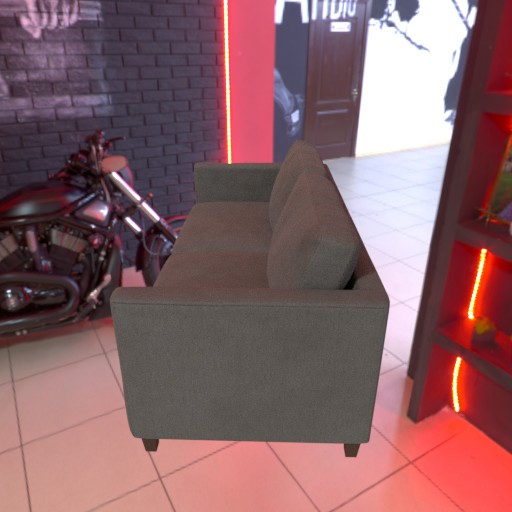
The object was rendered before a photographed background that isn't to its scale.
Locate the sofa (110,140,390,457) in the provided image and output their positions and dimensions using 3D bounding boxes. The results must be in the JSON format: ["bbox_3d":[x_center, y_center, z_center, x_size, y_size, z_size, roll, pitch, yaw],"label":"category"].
[{"bbox_3d":[0.000,0.000,2.379,0.950,0.963,1.884,1,25,2],"label":"sofa"}]
